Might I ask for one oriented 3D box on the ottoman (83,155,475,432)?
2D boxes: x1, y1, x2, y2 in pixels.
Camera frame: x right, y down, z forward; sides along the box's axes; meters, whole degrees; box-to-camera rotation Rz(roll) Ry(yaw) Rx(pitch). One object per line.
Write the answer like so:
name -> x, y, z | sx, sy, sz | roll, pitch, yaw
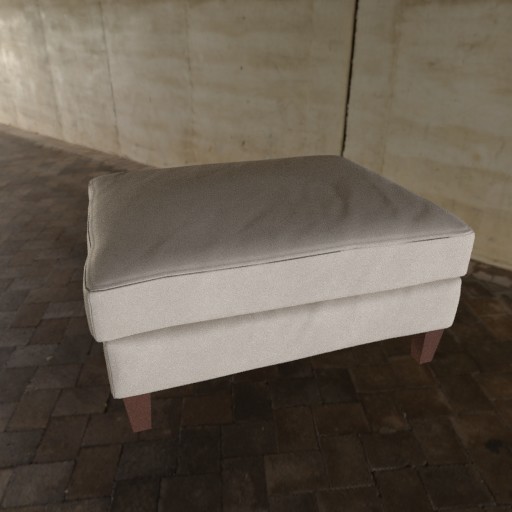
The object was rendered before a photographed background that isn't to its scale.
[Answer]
ottoman -> 0.000, 0.000, 1.456 | 1.002, 0.492, 0.836 | -8, 29, -16
